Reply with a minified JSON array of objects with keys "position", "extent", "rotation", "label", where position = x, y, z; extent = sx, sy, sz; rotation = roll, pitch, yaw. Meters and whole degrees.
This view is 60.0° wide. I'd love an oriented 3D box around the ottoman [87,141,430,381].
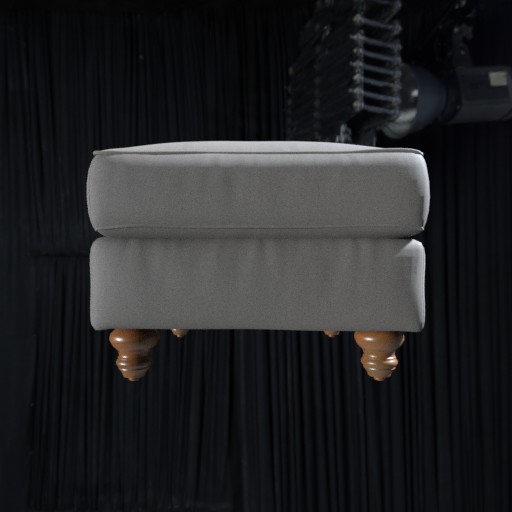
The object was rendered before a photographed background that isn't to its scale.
[{"position":[0.000,0.000,1.156],"extent":[0.662,0.505,0.721],"rotation":[0,-1,0],"label":"ottoman"}]
